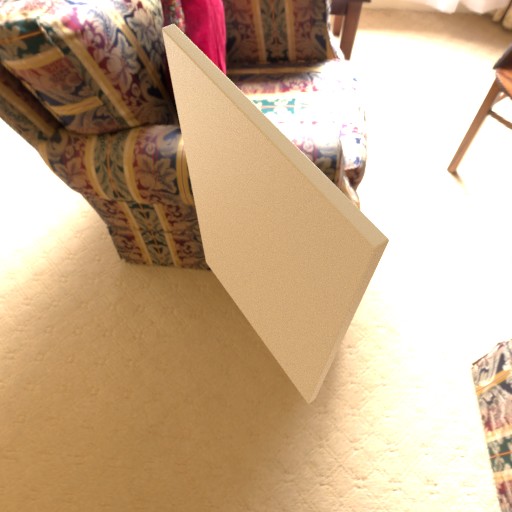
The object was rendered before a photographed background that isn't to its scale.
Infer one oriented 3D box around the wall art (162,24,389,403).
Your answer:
[{"bbox_3d":[0.000,0.000,1.471,0.038,1.183,0.808,-30,63,-17],"label":"wall art"}]
